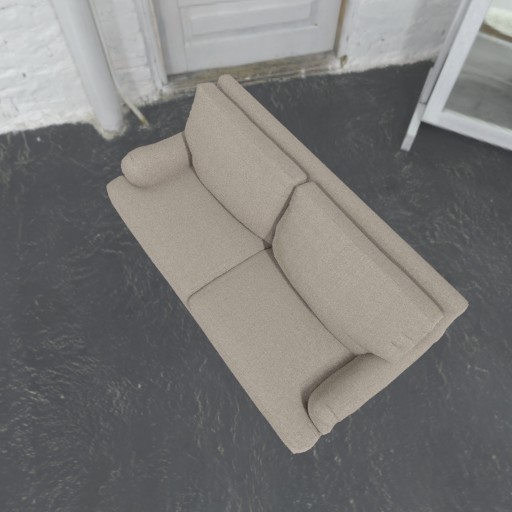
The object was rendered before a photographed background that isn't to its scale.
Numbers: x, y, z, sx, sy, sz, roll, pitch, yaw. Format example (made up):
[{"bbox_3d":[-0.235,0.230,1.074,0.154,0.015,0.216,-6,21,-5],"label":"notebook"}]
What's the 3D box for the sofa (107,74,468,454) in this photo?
[{"bbox_3d":[0.000,0.000,2.822,1.087,1.054,2.160,-33,66,-17],"label":"sofa"}]
